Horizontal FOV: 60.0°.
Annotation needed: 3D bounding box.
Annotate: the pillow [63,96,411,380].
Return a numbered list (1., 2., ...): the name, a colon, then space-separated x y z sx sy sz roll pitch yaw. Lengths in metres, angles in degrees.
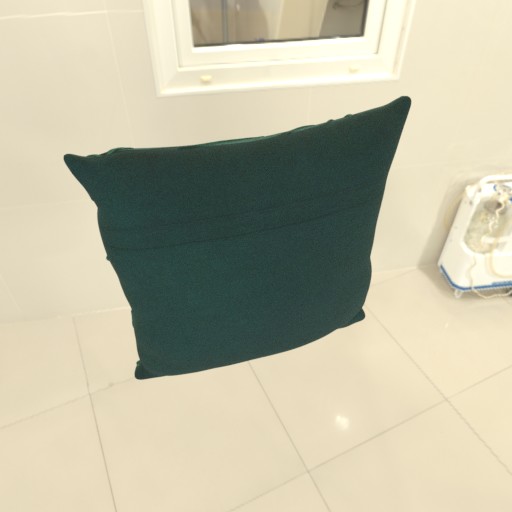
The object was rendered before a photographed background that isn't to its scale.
1. pillow: 0.000 0.000 0.669 0.439 0.440 0.184 -13 44 -14
